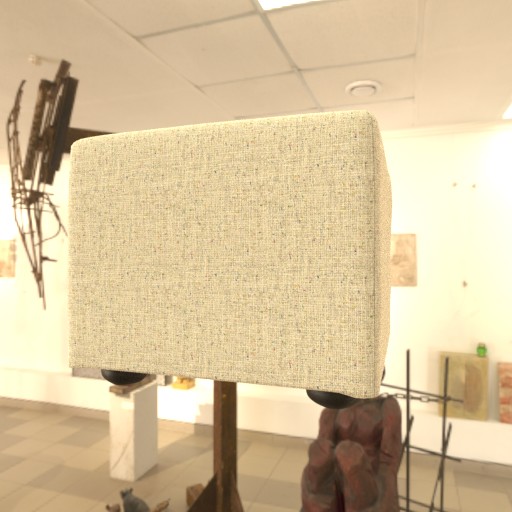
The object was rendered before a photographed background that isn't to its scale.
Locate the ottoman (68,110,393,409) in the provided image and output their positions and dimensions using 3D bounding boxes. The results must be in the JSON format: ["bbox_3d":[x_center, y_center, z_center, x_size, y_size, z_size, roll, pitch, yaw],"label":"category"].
[{"bbox_3d":[0.000,0.000,0.905,0.521,0.453,0.512,0,0,19],"label":"ottoman"}]
